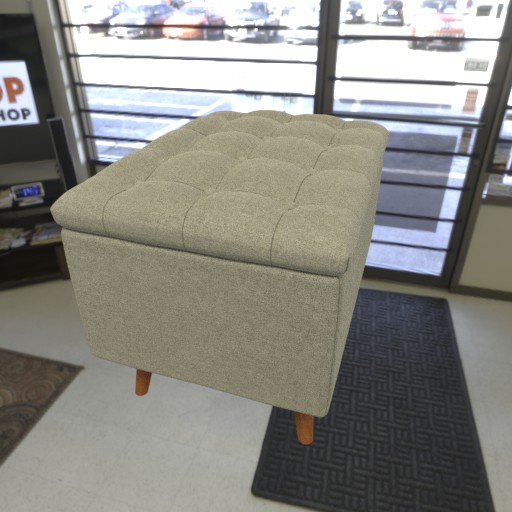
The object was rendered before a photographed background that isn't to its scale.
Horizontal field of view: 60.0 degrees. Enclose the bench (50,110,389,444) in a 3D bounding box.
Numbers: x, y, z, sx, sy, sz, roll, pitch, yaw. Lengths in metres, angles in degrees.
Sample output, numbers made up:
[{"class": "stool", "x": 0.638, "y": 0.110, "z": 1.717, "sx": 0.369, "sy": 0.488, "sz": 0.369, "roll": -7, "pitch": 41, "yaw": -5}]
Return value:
[{"class": "bench", "x": 0.000, "y": 0.000, "z": 0.880, "sx": 0.417, "sy": 0.469, "sz": 0.572, "roll": 10, "pitch": 32, "yaw": 16}]
